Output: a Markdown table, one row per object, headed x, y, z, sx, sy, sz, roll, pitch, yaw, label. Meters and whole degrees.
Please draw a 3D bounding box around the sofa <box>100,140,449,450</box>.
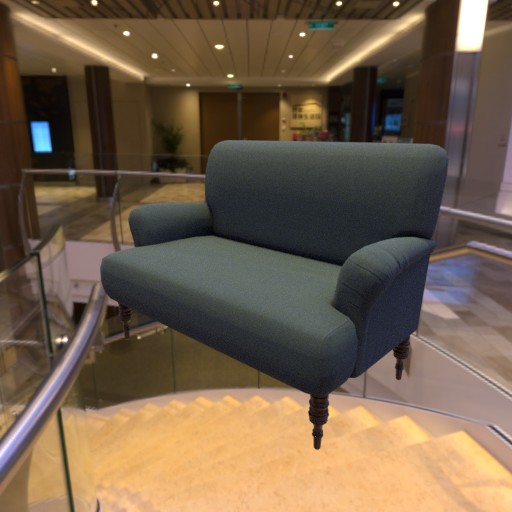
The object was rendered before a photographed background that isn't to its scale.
| x | y | z | sx | sy | sz | roll | pitch | yaw | label |
| --- | --- | --- | --- | --- | --- | --- | --- | --- | --- |
| 0.000 | 0.000 | 1.800 | 1.297 | 0.889 | 0.779 | 14 | 21 | 41 | sofa |
